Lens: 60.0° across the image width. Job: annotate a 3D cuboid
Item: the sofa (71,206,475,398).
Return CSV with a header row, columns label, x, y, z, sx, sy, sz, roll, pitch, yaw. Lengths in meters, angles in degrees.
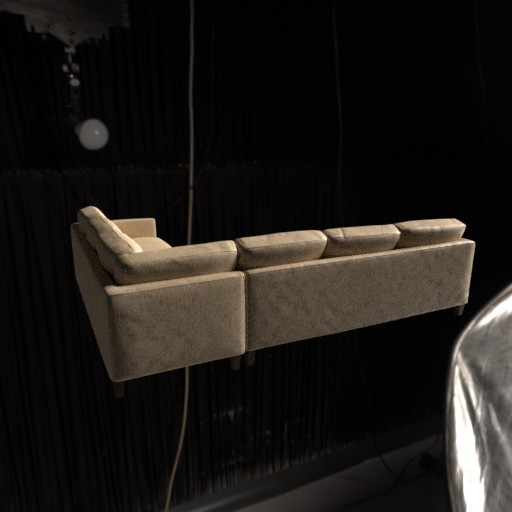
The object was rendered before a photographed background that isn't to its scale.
label,x,y,z,sx,sy,sz,roll,pitch,yaw
sofa,0.000,0.000,4.503,3.302,0.947,2.593,-7,16,-25
